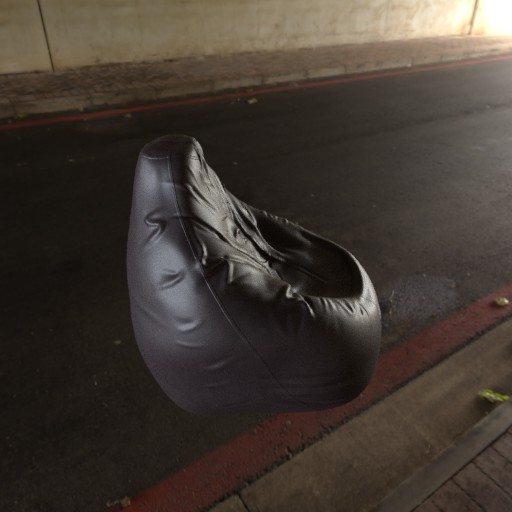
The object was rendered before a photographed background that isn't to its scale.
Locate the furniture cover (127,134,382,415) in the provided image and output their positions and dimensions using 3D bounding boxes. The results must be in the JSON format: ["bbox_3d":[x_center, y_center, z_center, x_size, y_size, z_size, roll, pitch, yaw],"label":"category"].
[{"bbox_3d":[0.000,0.000,1.867,1.070,0.990,1.070,-1,31,-1],"label":"furniture cover"}]
